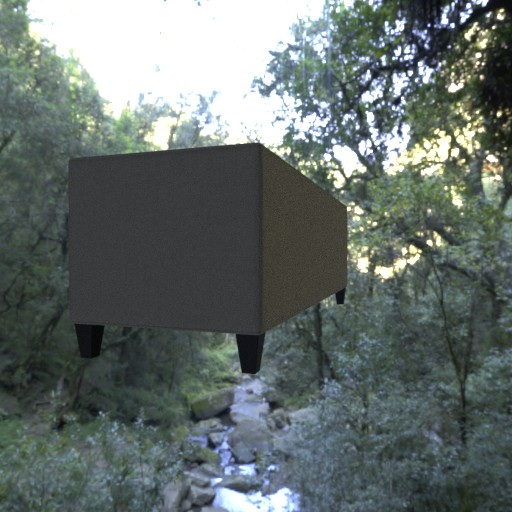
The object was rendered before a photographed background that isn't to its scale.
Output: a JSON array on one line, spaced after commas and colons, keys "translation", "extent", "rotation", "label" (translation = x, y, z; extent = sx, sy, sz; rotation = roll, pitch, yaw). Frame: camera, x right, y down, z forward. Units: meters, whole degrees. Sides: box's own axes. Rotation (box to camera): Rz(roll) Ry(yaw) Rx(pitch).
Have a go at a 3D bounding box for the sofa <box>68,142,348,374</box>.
[{"translation": [0.000, 0.000, 2.571], "extent": [0.775, 0.762, 2.159], "rotation": [0, 1, 19], "label": "sofa"}]
